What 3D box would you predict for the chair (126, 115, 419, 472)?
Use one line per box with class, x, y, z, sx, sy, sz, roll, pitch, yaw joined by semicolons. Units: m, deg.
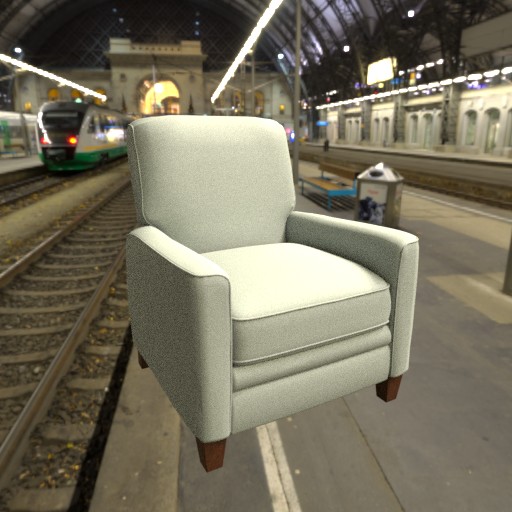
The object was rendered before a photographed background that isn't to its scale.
chair;0.000;0.000;1.634;0.853;1.007;0.846;-8;18;-28
